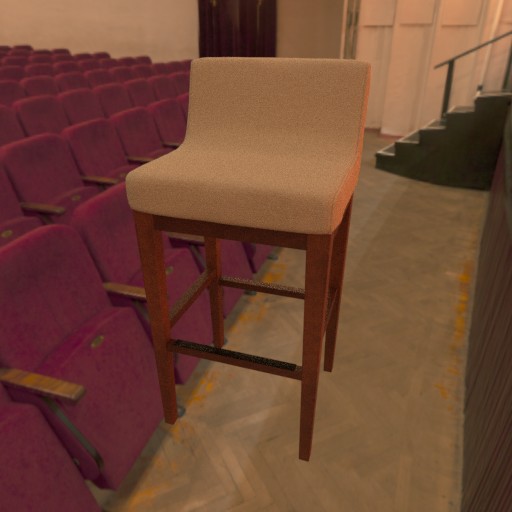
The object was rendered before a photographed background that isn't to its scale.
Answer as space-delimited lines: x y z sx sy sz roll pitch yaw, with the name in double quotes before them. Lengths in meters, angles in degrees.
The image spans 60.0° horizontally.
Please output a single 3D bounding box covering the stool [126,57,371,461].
"stool" 0.000 0.000 1.289 0.511 1.037 0.500 8 28 16
